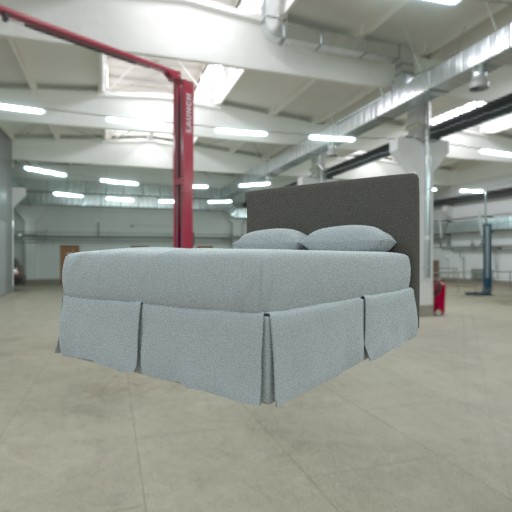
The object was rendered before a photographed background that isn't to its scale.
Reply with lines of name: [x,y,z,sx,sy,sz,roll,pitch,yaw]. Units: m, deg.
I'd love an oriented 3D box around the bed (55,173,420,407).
bed: [0.000,0.000,3.191,1.748,1.330,2.142,0,0,37]
